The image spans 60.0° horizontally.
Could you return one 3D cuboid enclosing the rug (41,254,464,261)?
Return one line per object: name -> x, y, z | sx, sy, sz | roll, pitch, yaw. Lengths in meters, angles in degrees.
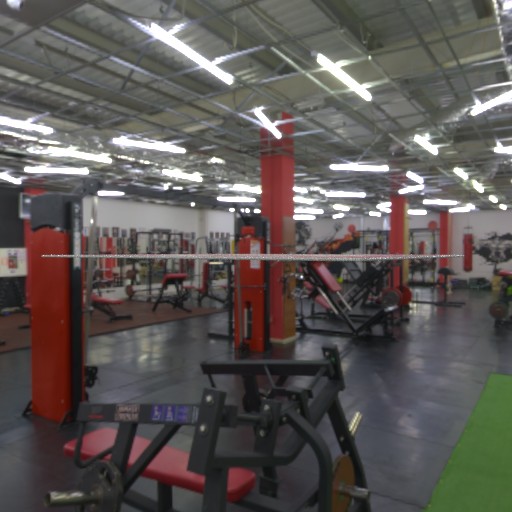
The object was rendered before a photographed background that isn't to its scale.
rug -> 0.000, 0.000, 4.135 | 3.123, 0.017, 2.447 | 0, 1, 36
